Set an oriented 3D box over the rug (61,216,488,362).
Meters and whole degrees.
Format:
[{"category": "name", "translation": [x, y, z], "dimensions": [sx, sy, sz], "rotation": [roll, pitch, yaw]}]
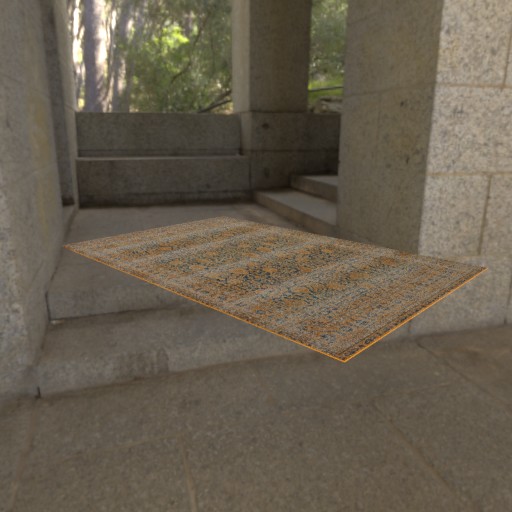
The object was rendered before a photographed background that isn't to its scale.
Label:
[{"category": "rug", "translation": [0.000, 0.000, 2.870], "dimensions": [2.336, 0.007, 1.525], "rotation": [15, 22, 42]}]
